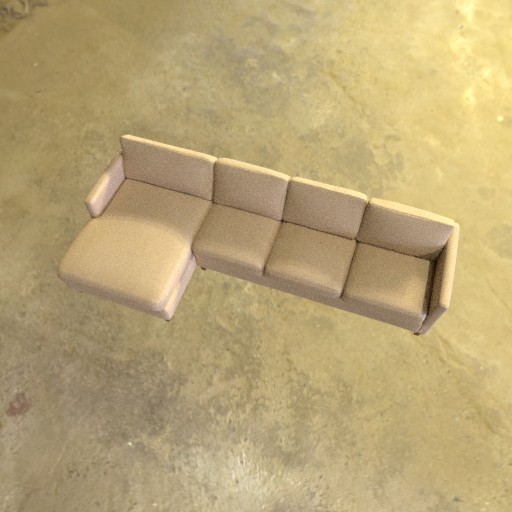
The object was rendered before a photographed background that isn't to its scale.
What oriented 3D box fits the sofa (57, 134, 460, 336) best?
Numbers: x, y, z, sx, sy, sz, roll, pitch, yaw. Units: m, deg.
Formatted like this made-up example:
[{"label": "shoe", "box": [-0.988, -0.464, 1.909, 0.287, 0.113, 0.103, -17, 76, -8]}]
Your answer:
[{"label": "sofa", "box": [0.000, 0.000, 3.886, 3.201, 0.876, 1.502, 16, 60, 10]}]
